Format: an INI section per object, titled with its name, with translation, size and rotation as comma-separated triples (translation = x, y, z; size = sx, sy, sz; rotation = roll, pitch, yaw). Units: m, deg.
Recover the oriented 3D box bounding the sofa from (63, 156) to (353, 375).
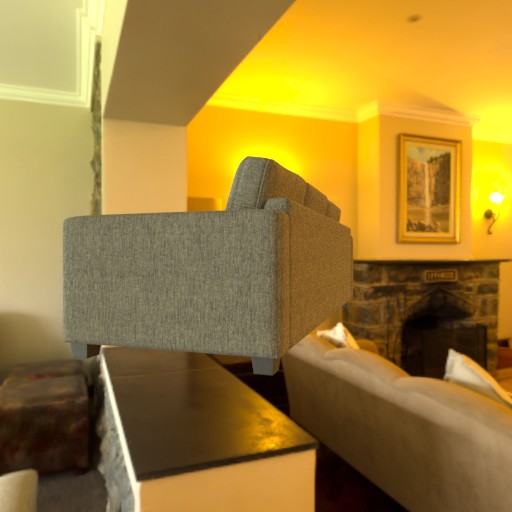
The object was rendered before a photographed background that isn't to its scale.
[sofa]
translation = 0.000, 0.000, 2.609
size = 0.900, 0.800, 2.160
rotation = 0, 0, 19
